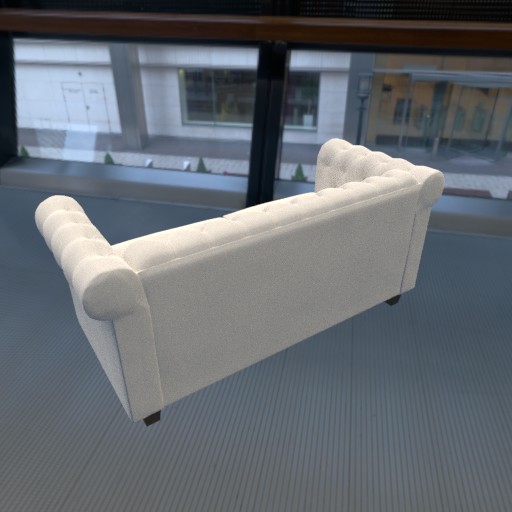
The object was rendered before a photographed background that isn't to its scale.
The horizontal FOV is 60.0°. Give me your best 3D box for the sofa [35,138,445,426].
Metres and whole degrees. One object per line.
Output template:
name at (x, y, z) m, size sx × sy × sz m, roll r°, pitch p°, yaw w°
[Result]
sofa at (0.000, 0.000, 2.220) m, size 1.798 × 0.796 × 0.771 m, roll -19°, pitch 35°, yaw -29°
